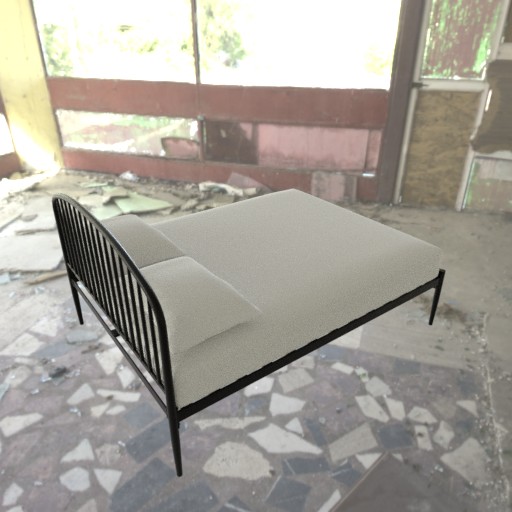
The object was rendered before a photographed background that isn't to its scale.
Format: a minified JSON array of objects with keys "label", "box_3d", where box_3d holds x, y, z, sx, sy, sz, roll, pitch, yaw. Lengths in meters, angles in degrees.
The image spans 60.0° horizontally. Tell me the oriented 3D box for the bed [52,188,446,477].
[{"label":"bed","box_3d":[0.000,0.000,3.082,2.159,1.166,1.618,-19,33,-32]}]
